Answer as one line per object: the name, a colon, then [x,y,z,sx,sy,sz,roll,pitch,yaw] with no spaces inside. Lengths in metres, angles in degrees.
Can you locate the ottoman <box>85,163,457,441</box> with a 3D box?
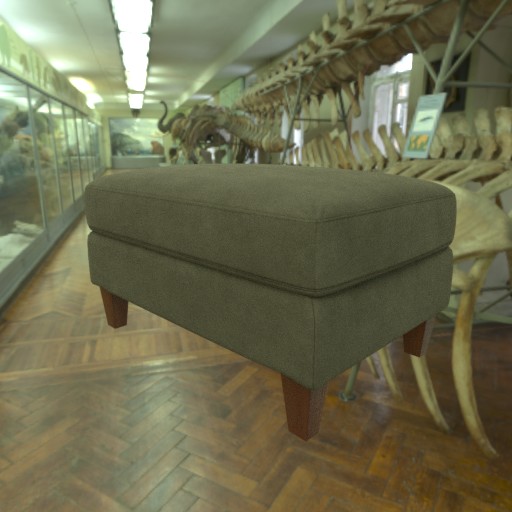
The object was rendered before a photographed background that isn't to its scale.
ottoman: [0.000,0.000,1.204,0.864,0.483,0.584,14,20,43]
